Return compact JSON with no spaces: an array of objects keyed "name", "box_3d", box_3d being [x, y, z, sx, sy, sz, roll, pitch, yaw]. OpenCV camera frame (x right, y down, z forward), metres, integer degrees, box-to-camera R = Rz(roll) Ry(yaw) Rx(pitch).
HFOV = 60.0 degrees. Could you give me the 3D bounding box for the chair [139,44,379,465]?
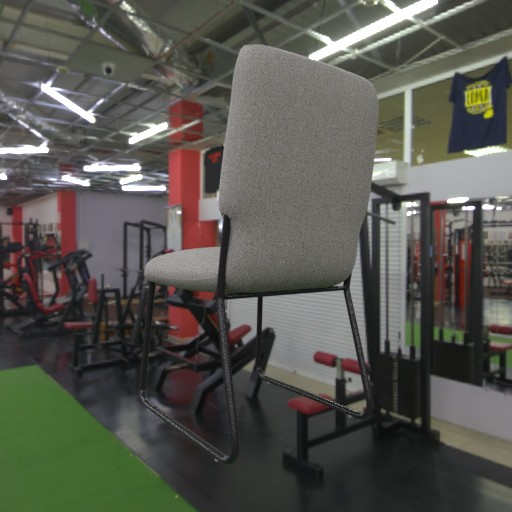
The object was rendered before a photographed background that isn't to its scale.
[{"name":"chair","box_3d":[0.000,0.000,1.182,0.448,0.864,0.560,-1,1,-36]}]
